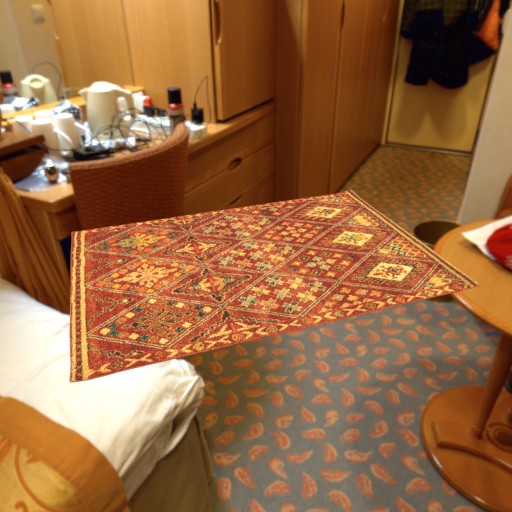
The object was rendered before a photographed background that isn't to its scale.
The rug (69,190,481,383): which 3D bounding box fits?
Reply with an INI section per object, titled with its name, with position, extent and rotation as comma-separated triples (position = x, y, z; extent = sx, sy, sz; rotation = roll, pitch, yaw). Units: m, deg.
[rug]
position = 0.000, 0.000, 2.894
extent = 2.286, 0.026, 1.521
rotation = -10, 32, -17
